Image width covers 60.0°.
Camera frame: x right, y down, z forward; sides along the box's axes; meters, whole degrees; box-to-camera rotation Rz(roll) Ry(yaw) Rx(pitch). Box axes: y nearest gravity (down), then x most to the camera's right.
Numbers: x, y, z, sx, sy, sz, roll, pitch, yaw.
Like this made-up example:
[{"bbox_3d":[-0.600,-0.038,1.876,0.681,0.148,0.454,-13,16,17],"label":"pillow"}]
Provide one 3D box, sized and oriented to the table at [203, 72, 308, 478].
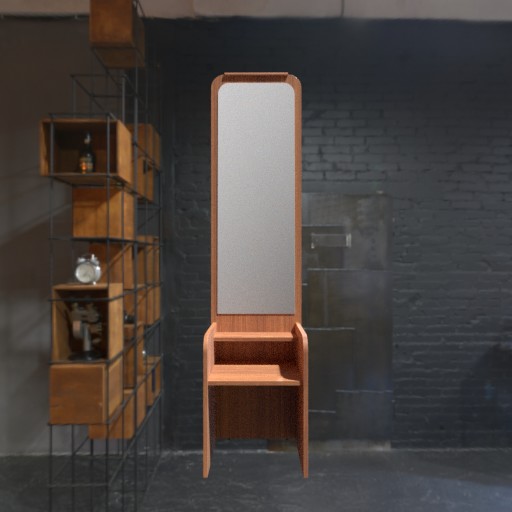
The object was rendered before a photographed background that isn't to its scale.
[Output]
[{"bbox_3d":[0.000,0.000,2.027,0.450,1.830,0.420,0,0,0],"label":"table"}]
